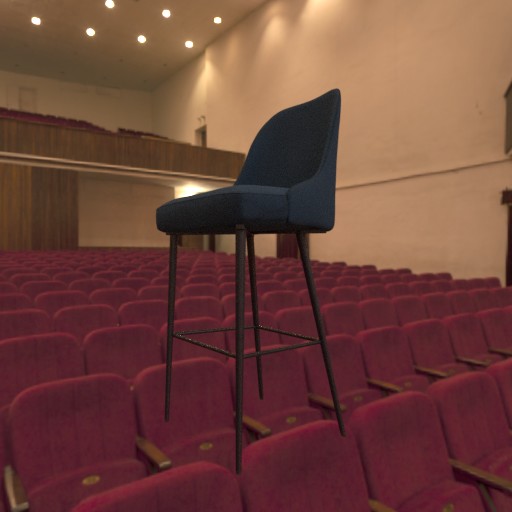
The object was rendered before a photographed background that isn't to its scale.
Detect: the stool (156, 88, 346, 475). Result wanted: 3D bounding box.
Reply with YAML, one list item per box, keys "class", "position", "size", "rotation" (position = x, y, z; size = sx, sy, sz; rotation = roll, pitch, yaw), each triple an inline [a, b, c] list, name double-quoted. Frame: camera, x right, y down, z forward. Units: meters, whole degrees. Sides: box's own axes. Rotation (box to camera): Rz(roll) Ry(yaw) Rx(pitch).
- class: "stool"
  position: [0.000, 0.000, 1.397]
  size: [0.489, 1.079, 0.527]
  rotation: [0, 0, -36]
